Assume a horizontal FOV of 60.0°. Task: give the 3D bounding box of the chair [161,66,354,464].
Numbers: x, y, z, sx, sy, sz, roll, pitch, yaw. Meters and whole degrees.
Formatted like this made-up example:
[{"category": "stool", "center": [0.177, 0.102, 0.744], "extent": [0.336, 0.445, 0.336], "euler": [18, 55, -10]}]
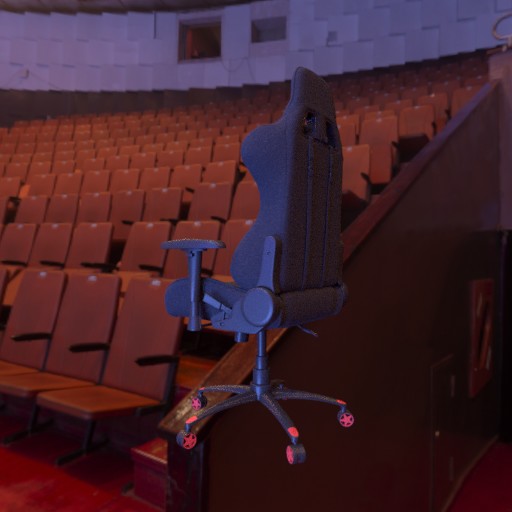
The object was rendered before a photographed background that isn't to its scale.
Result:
[{"category": "chair", "center": [0.000, 0.000, 1.750], "extent": [0.658, 1.326, 0.695], "euler": [0, 0, 35]}]
